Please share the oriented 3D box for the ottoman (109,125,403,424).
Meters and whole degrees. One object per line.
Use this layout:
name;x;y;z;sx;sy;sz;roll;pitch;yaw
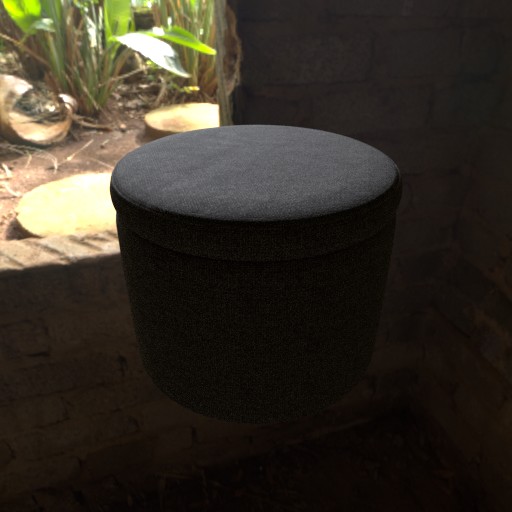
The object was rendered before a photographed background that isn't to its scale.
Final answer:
ottoman;0.000;0.000;0.903;0.520;0.430;0.520;0;31;0
